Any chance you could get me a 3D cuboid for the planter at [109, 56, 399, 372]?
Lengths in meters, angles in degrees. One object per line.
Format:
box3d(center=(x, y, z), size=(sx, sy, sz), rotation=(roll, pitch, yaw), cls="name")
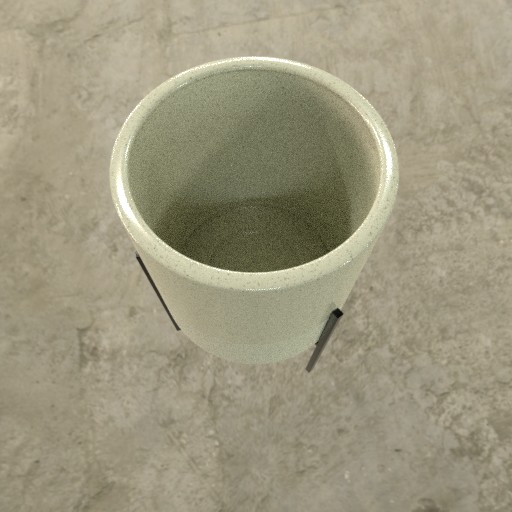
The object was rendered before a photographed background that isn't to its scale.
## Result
box3d(center=(0.000, 0.000, 0.536), size=(0.234, 0.390, 0.243), rotation=(16, 65, 8), cls="planter")
